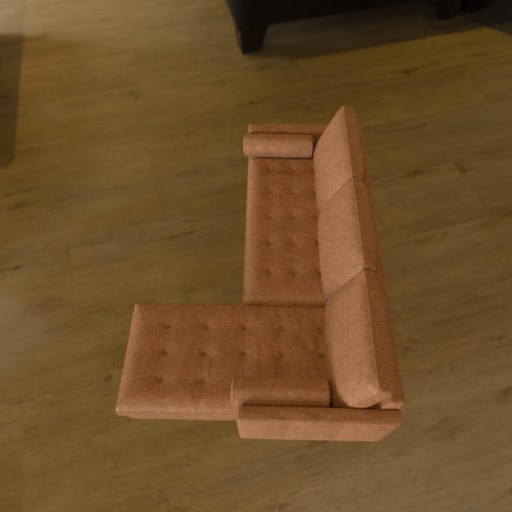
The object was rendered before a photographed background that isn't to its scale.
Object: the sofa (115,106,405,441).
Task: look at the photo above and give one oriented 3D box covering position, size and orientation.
[{"bbox_3d":[0.000,0.000,2.922,1.506,0.876,2.178,1,58,1],"label":"sofa"}]
